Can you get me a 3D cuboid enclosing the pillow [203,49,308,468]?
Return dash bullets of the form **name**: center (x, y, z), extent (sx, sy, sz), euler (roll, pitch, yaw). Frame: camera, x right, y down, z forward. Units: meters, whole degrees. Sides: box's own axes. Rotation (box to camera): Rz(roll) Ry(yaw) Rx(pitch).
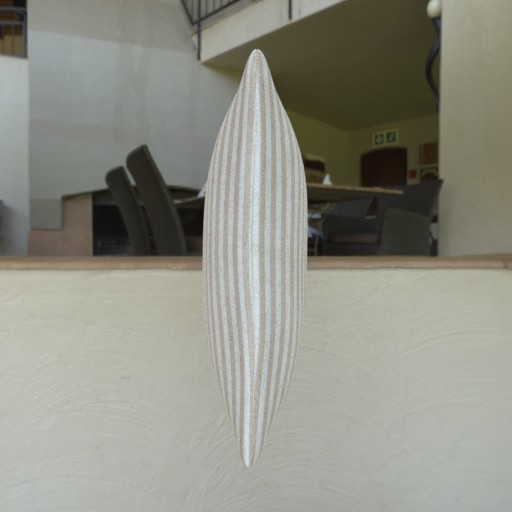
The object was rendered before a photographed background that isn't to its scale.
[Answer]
- **pillow**: center (0.000, 0.000, 0.796), extent (0.166, 0.510, 0.523), euler (0, 2, 1)
